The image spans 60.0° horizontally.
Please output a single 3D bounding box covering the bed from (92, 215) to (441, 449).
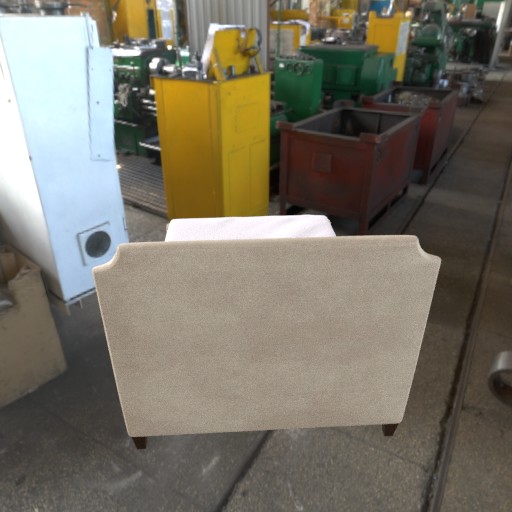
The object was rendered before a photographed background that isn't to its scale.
[{"bbox_3d":[0.000,0.000,3.436,1.712,1.443,2.372,-2,29,-3],"label":"bed"}]
